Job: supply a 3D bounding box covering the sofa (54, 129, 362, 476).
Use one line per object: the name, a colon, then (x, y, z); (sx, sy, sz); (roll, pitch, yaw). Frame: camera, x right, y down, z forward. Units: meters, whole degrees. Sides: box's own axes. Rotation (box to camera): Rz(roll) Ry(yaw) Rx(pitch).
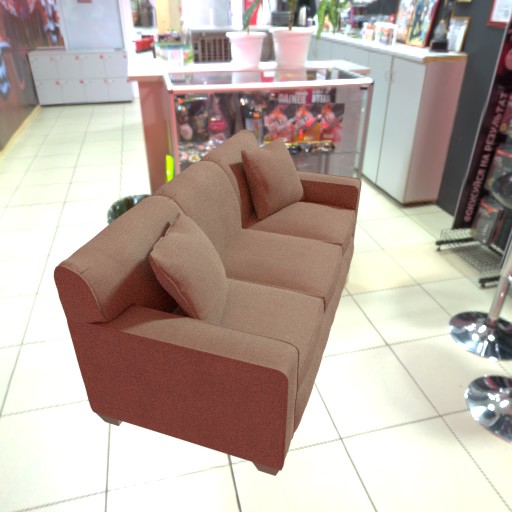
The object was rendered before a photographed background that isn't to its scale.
sofa: (0.000, 0.000, 2.581); (0.997, 0.958, 2.024); (10, 32, 16)
